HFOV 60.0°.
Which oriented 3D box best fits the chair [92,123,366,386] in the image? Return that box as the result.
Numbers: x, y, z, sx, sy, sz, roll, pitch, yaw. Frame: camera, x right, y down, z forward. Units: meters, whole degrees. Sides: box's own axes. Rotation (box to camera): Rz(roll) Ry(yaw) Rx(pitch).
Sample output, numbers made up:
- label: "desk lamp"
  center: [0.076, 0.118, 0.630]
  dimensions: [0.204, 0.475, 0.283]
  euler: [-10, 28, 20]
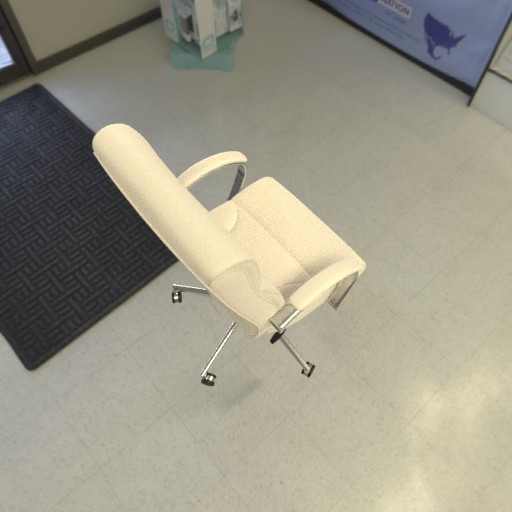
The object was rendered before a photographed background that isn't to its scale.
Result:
- label: "chair"
  center: [0.000, 0.000, 1.597]
  dimensions: [0.745, 1.099, 0.727]
  euler: [-34, 64, -19]
